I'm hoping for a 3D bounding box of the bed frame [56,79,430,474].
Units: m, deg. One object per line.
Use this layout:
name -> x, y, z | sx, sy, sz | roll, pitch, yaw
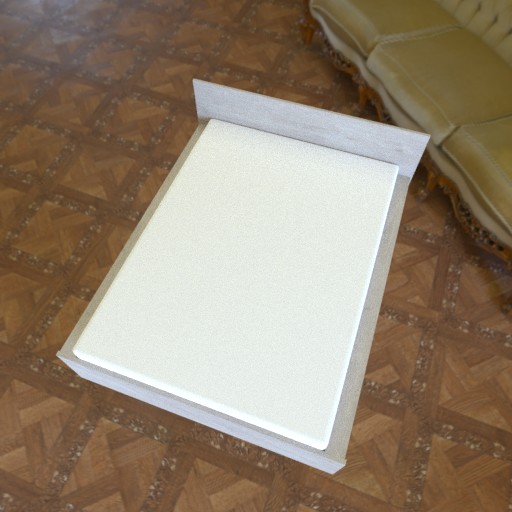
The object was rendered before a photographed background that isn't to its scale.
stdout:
bed frame -> 0.000, 0.000, 2.781 | 1.622, 0.800, 1.960 | 17, 60, 10
